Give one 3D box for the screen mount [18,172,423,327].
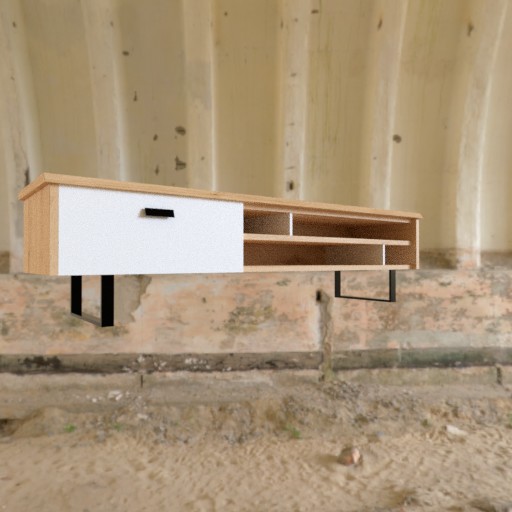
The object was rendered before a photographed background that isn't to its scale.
[{"bbox_3d":[0.000,0.000,1.845,1.700,0.430,0.450,1,-1,-36],"label":"screen mount"}]
